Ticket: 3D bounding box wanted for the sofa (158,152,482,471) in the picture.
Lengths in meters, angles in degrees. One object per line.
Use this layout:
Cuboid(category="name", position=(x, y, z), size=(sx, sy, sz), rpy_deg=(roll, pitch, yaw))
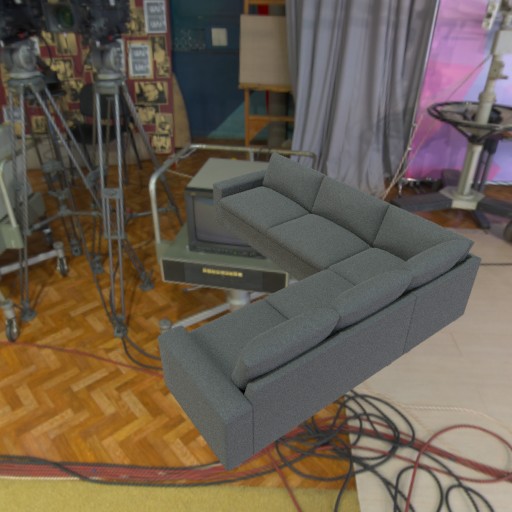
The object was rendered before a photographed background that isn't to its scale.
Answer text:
Cuboid(category="sofa", position=(0.000, 0.000, 4.722), size=(2.895, 0.965, 3.277), rpy_deg=(-22, 38, -30))
